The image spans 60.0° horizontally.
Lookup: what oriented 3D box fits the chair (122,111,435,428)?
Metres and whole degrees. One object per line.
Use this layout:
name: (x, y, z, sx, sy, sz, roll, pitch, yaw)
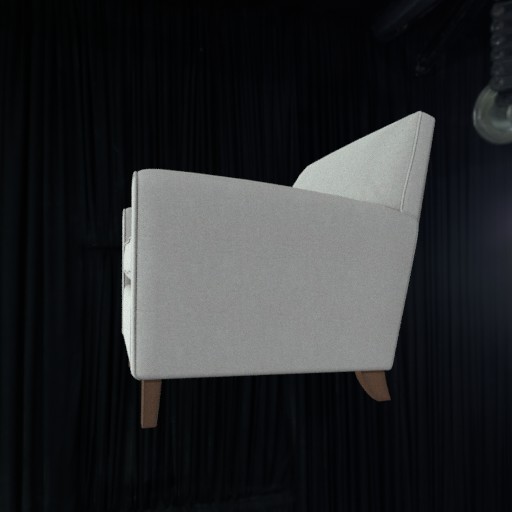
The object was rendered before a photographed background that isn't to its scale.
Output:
chair: (0.000, 0.000, 1.530, 0.871, 0.846, 0.840, 0, -1, -18)
